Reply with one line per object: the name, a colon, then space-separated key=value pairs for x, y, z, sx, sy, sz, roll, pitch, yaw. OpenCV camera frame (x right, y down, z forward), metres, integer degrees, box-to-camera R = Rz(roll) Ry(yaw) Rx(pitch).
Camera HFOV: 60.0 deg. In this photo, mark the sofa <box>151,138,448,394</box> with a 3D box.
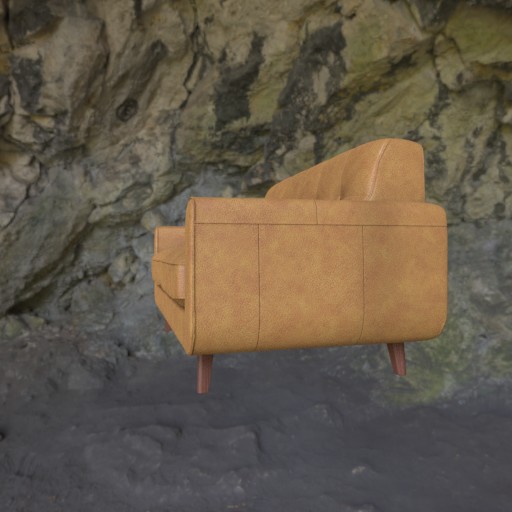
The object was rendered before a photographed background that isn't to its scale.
sofa: x=0.000 y=0.000 z=2.231 sx=0.952 sy=0.925 sz=1.651 roll=0 pitch=0 yaw=-17
